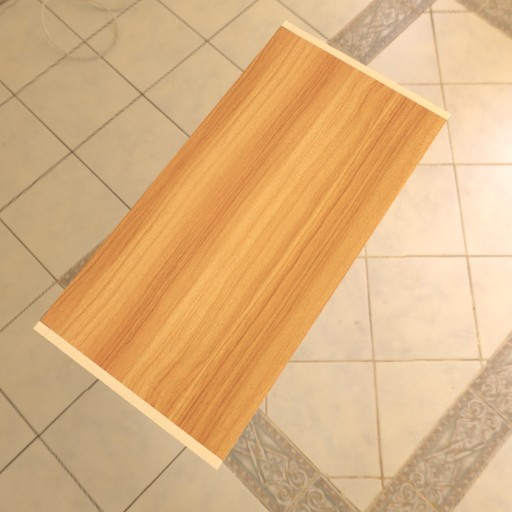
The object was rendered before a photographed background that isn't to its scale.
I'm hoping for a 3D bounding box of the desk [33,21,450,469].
[{"bbox_3d":[0.000,0.000,1.424,0.508,0.762,1.016,34,77,9],"label":"desk"}]
